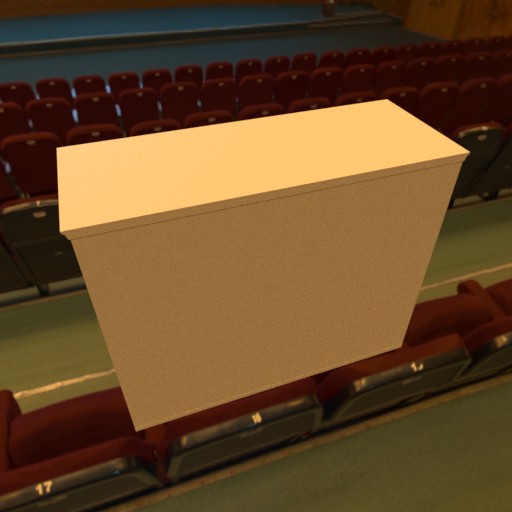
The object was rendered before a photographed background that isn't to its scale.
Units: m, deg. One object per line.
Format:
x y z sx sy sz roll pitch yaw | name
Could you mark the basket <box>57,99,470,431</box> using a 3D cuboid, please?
0.000 0.000 1.138 0.792 0.625 0.376 -13 42 -15 | basket
